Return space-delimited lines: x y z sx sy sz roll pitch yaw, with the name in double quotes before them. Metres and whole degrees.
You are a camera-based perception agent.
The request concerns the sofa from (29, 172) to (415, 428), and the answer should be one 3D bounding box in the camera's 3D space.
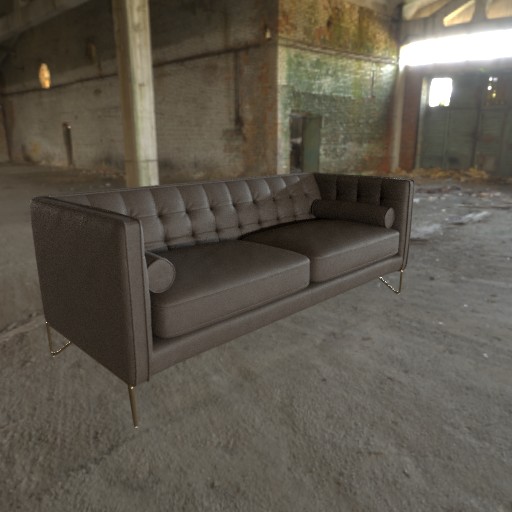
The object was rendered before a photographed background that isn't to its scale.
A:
"sofa" 0.000 0.000 2.501 0.867 0.789 2.087 14 21 43
